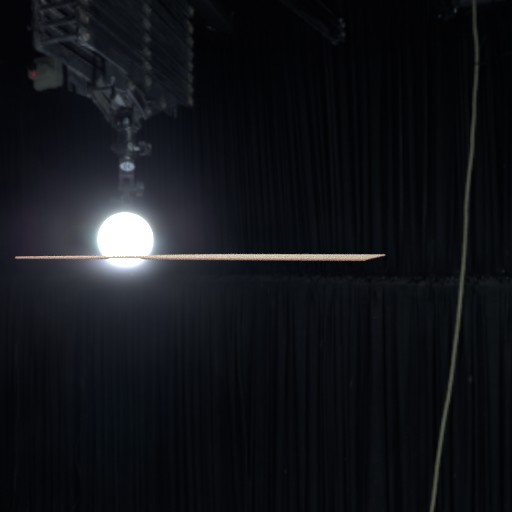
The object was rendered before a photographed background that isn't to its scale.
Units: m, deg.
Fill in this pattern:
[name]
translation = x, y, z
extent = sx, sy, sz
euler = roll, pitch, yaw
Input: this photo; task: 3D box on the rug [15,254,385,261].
[rug]
translation = 0.000, 0.000, 2.260
extent = 1.219, 0.008, 1.829
euler = 0, 1, 18
